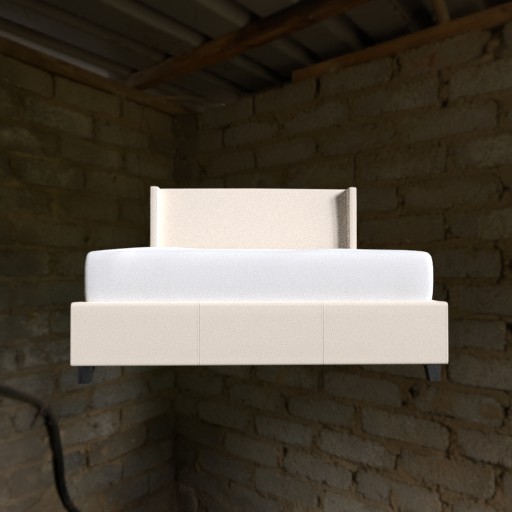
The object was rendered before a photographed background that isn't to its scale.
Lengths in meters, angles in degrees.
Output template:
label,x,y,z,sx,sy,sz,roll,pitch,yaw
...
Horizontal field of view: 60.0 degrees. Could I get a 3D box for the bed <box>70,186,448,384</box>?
label,x,y,z,sx,sy,sz,roll,pitch,yaw
bed,0.000,0.000,3.635,2.145,1.471,2.293,0,-1,-1
